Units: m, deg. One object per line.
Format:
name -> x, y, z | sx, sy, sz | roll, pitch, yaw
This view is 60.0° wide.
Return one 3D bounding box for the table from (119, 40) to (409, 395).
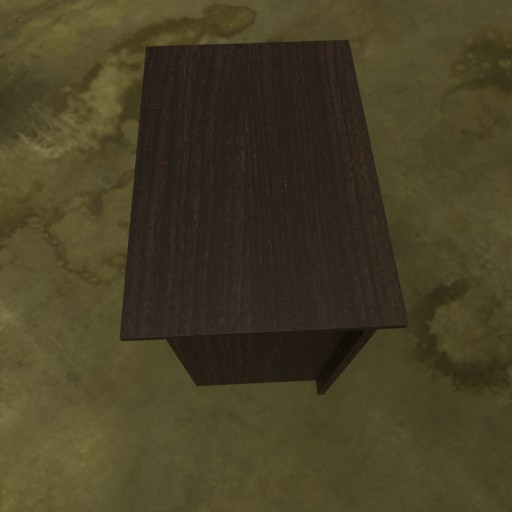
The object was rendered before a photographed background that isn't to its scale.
table -> 0.000, 0.000, 1.066 | 0.406, 0.711, 0.591 | -2, 64, -1
